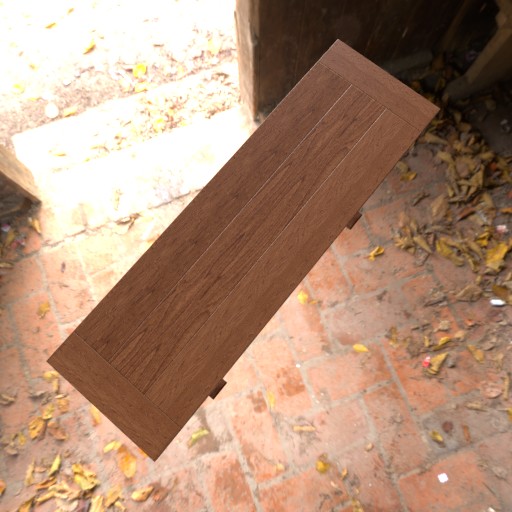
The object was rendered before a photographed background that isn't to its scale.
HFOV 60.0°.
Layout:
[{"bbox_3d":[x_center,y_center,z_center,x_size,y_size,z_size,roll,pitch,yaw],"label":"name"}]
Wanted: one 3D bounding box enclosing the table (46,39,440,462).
[{"bbox_3d":[0.000,0.000,1.863,0.461,0.852,1.478,39,80,8],"label":"table"}]
